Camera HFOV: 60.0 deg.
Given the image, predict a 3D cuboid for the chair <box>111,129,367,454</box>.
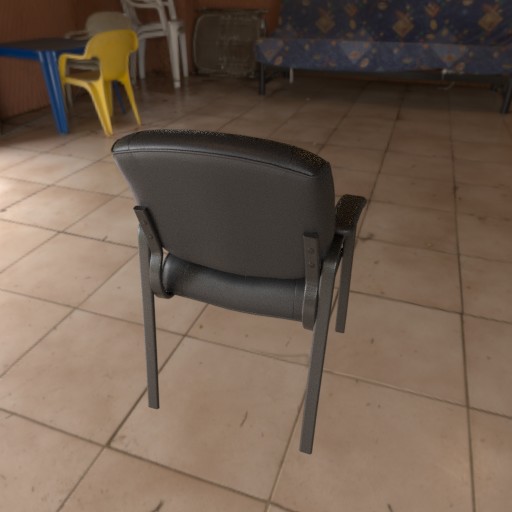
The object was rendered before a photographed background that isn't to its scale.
[{"bbox_3d":[0.000,0.000,1.352,0.591,0.910,0.668,10,33,16],"label":"chair"}]
